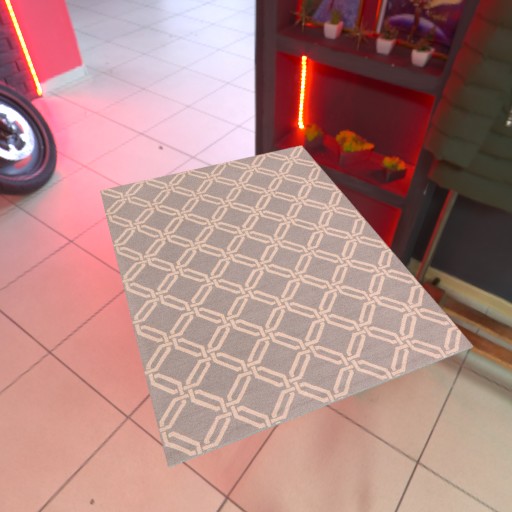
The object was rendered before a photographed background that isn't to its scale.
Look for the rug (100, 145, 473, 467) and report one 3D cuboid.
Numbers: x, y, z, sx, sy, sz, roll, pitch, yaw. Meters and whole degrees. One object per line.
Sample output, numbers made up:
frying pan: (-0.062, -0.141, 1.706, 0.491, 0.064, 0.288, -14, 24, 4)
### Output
rug: (0.000, 0.000, 3.887, 2.288, 0.018, 2.895, -16, 48, -15)
